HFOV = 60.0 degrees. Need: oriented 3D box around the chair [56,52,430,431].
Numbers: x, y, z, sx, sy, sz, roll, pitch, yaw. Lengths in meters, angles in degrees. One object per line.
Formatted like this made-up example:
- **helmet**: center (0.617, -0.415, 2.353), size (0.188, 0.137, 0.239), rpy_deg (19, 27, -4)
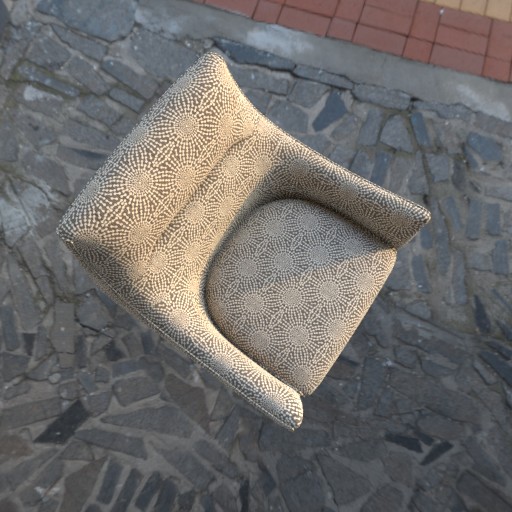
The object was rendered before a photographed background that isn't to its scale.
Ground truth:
- **chair**: center (0.000, 0.000, 1.443), size (0.787, 0.838, 0.762), rpy_deg (34, 78, 8)
